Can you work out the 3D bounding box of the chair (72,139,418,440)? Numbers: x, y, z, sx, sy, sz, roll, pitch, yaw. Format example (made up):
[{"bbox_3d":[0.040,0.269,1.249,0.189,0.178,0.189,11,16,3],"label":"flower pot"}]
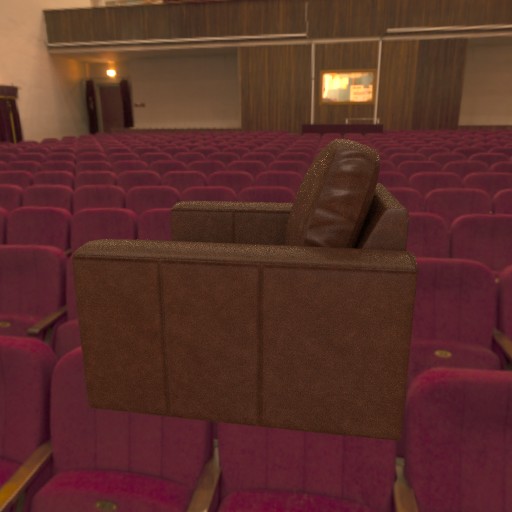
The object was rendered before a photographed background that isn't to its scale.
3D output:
[{"bbox_3d":[0.000,0.000,1.720,1.016,0.873,1.005,3,16,9],"label":"chair"}]
